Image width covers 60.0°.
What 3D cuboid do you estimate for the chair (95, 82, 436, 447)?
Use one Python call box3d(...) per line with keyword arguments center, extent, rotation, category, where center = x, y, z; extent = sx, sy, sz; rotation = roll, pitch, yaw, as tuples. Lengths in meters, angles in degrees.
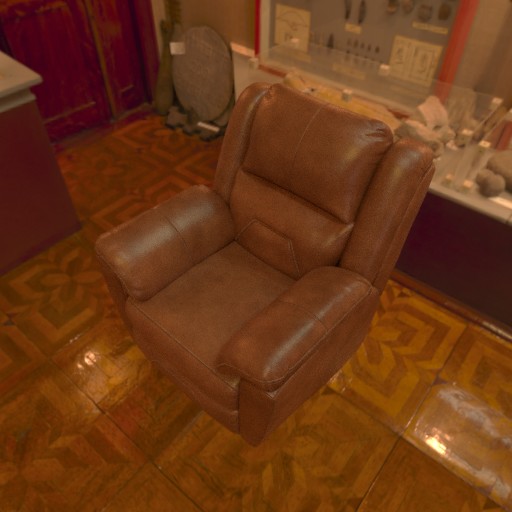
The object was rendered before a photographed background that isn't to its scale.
box3d(center=(0.000, 0.000, 1.892), extent=(0.990, 1.093, 1.041), rotation=(32, 54, 28), category="chair")
